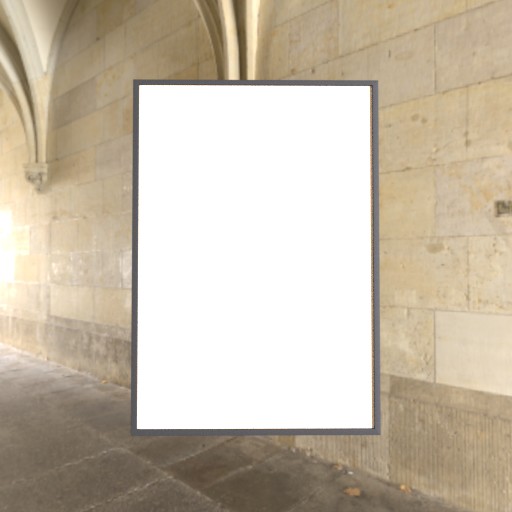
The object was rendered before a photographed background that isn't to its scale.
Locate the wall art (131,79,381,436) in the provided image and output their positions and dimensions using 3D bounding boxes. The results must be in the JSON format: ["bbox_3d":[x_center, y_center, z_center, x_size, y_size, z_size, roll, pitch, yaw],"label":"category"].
[{"bbox_3d":[0.000,0.000,0.825,0.457,0.657,0.013,0,-1,-1],"label":"wall art"}]
